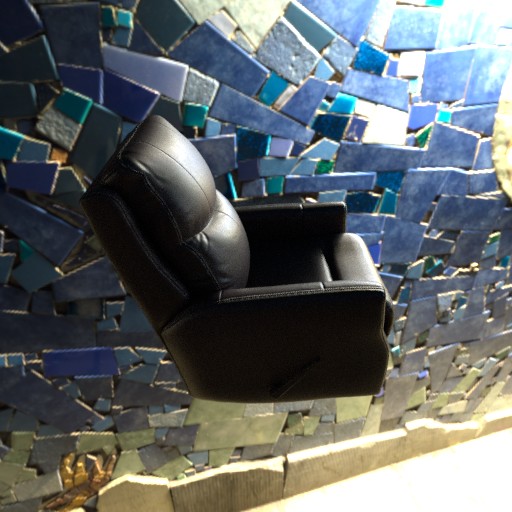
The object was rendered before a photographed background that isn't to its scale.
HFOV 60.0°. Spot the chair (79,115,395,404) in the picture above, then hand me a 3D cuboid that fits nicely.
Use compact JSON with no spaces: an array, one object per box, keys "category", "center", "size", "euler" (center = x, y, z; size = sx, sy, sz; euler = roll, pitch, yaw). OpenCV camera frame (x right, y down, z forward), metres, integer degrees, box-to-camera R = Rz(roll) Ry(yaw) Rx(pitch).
[{"category":"chair","center":[0.000,0.000,1.816],"size":[1.080,1.030,0.829],"euler":[-1,32,-1]}]
